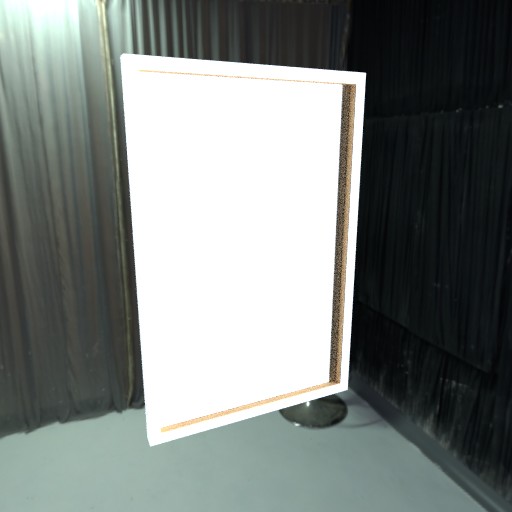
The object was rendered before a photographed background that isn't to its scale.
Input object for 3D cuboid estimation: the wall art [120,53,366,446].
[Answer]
[{"bbox_3d":[0.000,0.000,1.143,0.607,0.912,0.038,-7,16,-25],"label":"wall art"}]
